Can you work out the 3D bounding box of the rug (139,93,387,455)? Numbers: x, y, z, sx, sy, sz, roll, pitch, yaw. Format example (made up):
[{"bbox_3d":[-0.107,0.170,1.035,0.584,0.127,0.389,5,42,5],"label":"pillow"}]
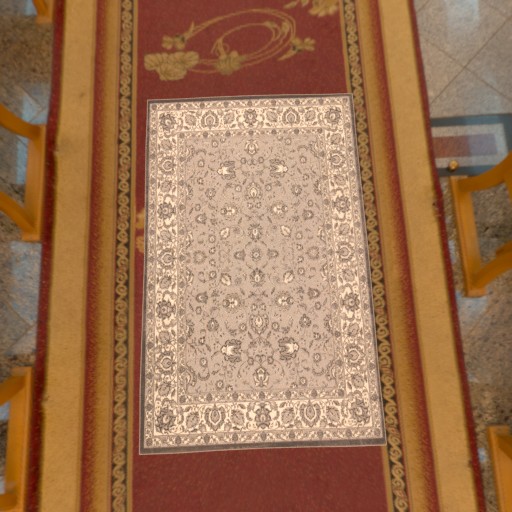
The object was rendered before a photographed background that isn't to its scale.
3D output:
[{"bbox_3d":[0.000,0.000,2.991,1.524,0.011,2.438,-2,77,0],"label":"rug"}]
